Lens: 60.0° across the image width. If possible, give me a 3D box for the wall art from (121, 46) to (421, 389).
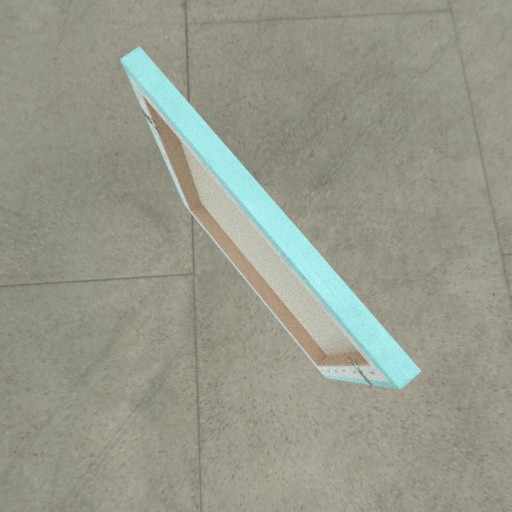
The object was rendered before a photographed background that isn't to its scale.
[{"bbox_3d":[0.000,0.000,1.131,0.054,0.766,0.765,-38,79,-9],"label":"wall art"}]
